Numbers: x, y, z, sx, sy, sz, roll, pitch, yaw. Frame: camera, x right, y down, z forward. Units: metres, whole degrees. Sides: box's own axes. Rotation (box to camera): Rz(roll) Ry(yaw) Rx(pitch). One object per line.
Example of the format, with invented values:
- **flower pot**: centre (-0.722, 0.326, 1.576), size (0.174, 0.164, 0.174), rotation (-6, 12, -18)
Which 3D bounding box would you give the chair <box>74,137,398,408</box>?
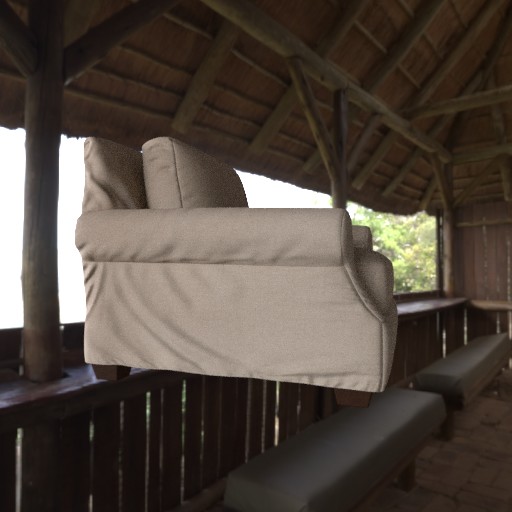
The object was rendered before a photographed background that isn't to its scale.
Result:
- **chair**: centre (0.000, 0.000, 1.759), size (1.066, 0.866, 0.940), rotation (0, 0, 19)
